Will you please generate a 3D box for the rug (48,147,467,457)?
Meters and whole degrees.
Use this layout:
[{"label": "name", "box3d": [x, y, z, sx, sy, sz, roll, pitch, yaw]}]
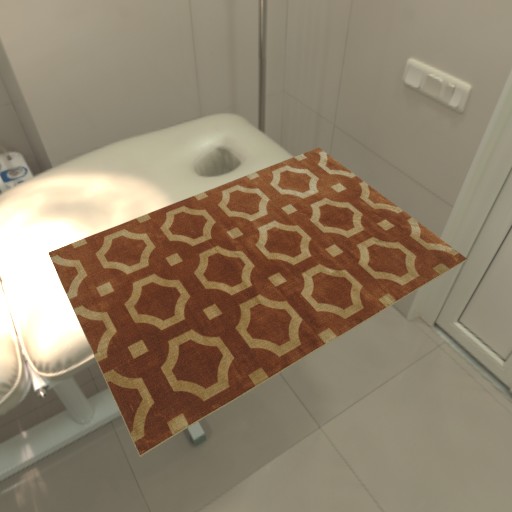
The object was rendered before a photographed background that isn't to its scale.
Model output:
[{"label": "rug", "box3d": [0.000, 0.000, 2.915, 2.286, 0.016, 1.555, -25, 52, -22]}]
